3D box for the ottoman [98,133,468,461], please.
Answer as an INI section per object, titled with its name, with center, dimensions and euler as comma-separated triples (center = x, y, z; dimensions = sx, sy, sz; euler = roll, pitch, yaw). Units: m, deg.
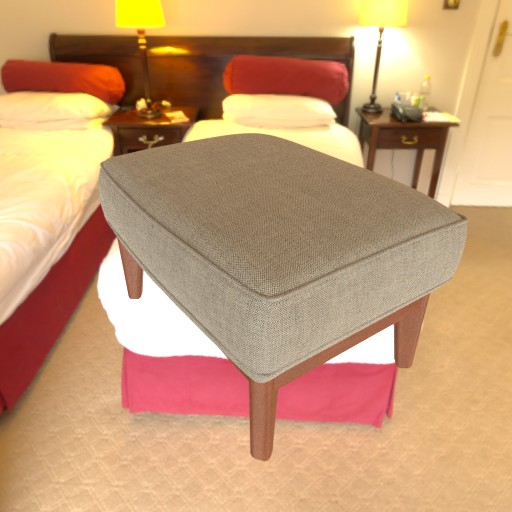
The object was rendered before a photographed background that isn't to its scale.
[ottoman]
center = 0.000, 0.000, 1.089
dimensions = 0.555, 0.458, 0.750
euler = -20, 36, -30
